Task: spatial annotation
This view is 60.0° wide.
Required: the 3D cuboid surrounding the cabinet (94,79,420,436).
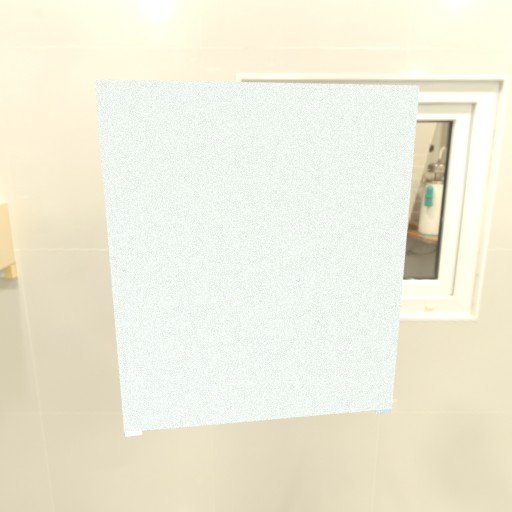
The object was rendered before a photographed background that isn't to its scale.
[{"bbox_3d":[0.000,0.000,1.687,1.000,1.190,0.400,-2,14,-8],"label":"cabinet"}]
